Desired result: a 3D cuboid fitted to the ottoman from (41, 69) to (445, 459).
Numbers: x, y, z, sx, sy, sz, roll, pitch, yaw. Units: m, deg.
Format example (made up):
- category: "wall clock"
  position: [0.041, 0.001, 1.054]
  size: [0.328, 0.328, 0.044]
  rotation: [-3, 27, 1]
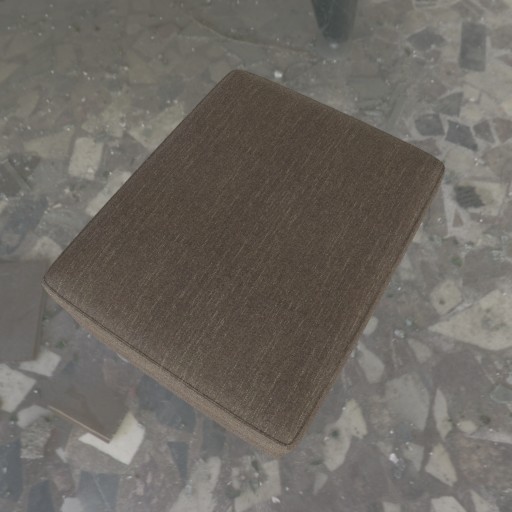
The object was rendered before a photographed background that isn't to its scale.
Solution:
- category: "ottoman"
  position: [0.000, 0.000, 1.214]
  size: [0.671, 0.490, 0.820]
  rotation: [30, 68, 14]
